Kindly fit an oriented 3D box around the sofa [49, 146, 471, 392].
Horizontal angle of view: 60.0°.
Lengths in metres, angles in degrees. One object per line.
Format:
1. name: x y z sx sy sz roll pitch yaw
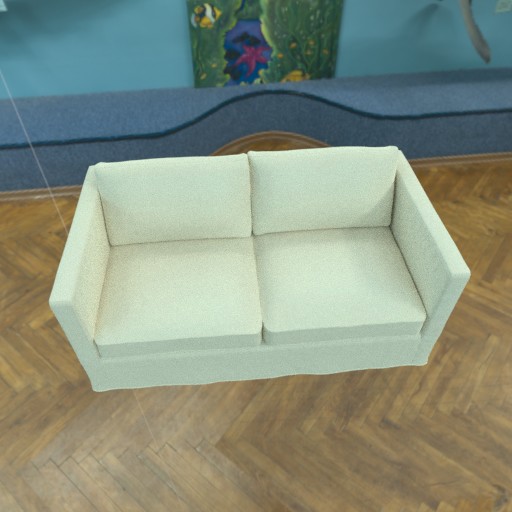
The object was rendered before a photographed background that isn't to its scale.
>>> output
1. sofa: 0.000 0.000 2.300 1.746 0.834 0.962 -4 46 -4
